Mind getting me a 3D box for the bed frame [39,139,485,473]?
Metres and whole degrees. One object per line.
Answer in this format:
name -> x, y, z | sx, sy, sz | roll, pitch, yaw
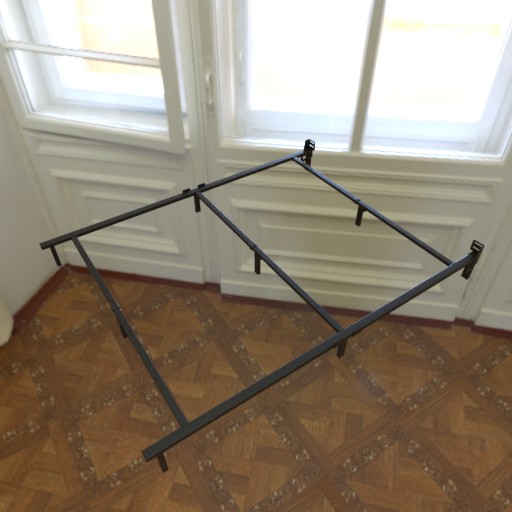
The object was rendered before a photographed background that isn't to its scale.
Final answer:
bed frame -> 0.000, 0.000, 2.529 | 1.990, 0.248, 1.498 | -25, 47, -25
